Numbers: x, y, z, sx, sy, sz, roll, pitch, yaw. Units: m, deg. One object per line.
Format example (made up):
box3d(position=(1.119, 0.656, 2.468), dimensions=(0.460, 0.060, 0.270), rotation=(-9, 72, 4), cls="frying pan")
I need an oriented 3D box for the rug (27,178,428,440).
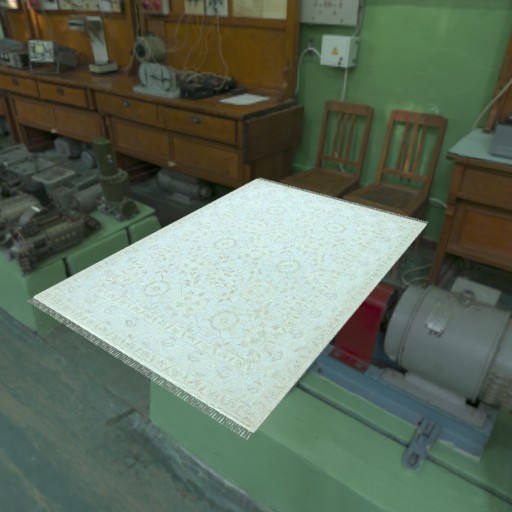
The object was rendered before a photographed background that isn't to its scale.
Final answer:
box3d(position=(0.000, 0.000, 2.844), dimensions=(1.514, 0.011, 2.233), rotation=(20, 37, 30), cls="rug")
